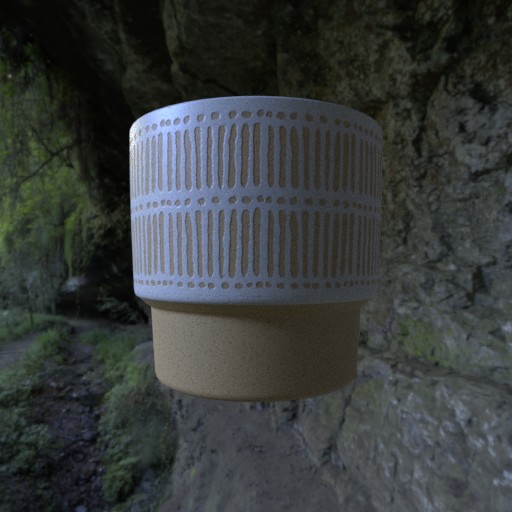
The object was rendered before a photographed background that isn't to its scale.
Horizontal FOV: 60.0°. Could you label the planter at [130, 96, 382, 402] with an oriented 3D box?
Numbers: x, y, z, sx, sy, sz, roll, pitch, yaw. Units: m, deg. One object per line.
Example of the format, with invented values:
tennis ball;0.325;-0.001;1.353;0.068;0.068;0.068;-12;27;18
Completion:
planter;0.000;0.000;0.576;0.317;0.303;0.317;0;0;0
